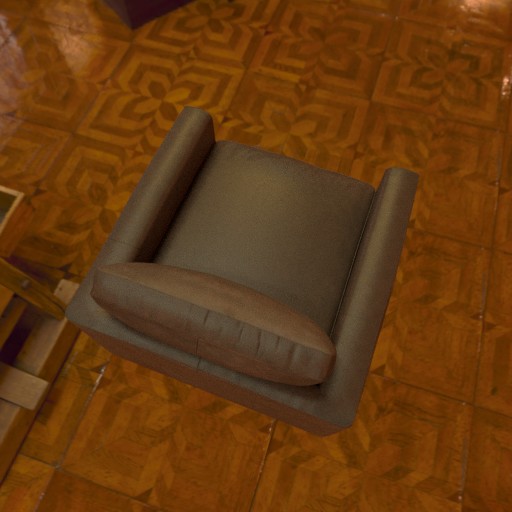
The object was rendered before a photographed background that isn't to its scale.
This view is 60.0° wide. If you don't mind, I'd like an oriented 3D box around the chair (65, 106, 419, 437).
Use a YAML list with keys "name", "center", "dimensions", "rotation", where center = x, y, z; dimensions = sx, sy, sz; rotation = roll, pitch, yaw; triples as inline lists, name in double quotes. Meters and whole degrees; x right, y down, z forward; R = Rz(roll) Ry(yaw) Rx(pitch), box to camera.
- name: "chair"
  center: [0.000, 0.000, 1.824]
  dimensions: [1.100, 0.812, 1.069]
  rotation: [19, 66, 9]
